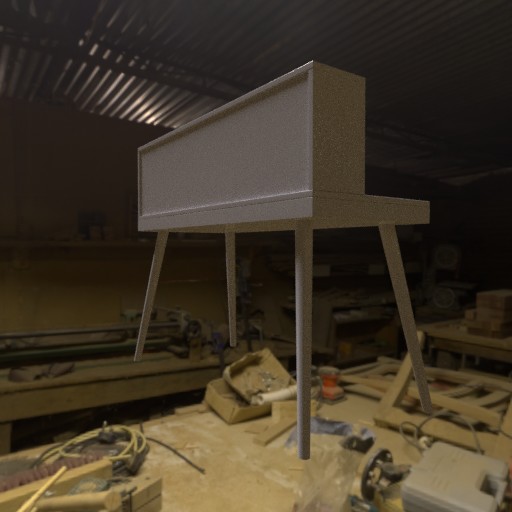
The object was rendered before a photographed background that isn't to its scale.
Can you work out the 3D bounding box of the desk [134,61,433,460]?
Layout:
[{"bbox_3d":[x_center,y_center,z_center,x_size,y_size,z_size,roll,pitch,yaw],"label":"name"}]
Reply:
[{"bbox_3d":[0.000,0.000,1.737,0.559,0.990,1.199,-1,1,-35],"label":"desk"}]
